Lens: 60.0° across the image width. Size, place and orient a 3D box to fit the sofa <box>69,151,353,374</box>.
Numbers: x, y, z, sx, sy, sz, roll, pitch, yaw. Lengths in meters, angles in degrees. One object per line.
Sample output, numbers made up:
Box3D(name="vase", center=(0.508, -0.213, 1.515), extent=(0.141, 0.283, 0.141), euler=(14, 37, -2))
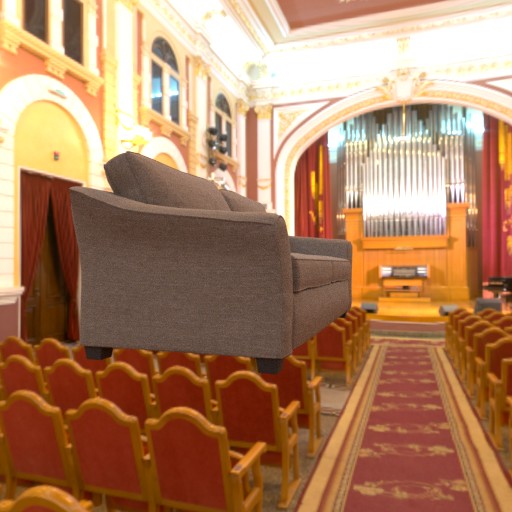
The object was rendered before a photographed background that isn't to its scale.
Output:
Box3D(name="sofa", center=(0.000, 0.000, 2.816), extent=(0.980, 0.965, 2.270), euler=(0, -1, 19))
